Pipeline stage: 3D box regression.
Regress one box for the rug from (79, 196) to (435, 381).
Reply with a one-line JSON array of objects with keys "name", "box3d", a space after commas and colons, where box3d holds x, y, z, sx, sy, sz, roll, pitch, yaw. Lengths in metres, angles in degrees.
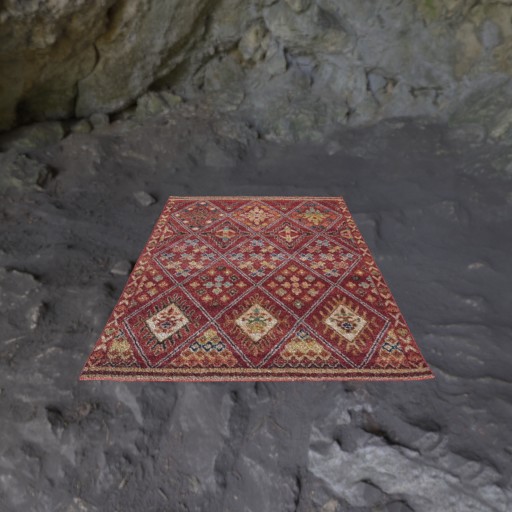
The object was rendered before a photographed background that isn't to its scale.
[{"name": "rug", "box3d": [0.000, 0.000, 2.895, 1.521, 0.026, 2.286, 0, 27, 0]}]
